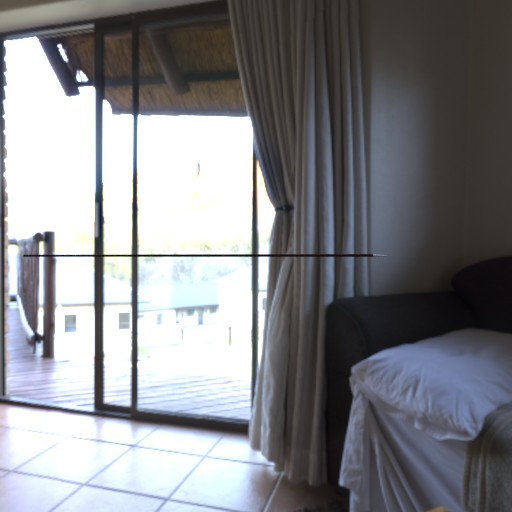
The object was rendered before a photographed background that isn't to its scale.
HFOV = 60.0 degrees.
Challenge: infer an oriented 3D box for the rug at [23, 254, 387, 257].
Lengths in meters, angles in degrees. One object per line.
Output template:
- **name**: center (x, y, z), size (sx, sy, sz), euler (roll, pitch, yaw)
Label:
- **rug**: center (0.000, 0.000, 2.899), size (1.599, 0.011, 2.210), euler (0, 0, 18)
